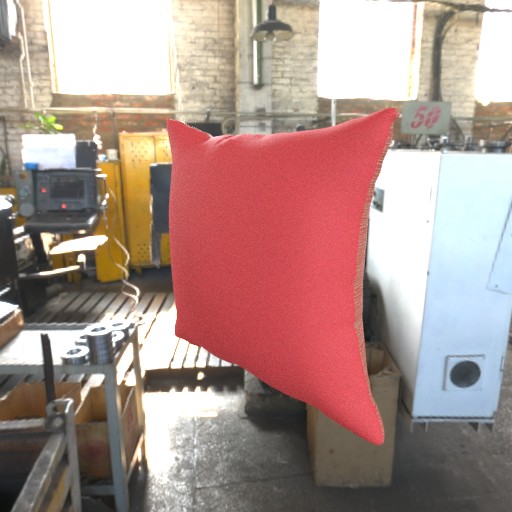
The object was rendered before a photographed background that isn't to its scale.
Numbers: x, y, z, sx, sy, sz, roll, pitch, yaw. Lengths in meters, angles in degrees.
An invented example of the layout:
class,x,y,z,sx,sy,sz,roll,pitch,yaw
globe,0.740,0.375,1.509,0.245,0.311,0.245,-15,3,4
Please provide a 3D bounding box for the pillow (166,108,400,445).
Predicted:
class,x,y,z,sx,sy,sz,roll,pitch,yaw
pillow,0.000,0.000,0.814,0.229,0.501,0.559,-13,19,-42
